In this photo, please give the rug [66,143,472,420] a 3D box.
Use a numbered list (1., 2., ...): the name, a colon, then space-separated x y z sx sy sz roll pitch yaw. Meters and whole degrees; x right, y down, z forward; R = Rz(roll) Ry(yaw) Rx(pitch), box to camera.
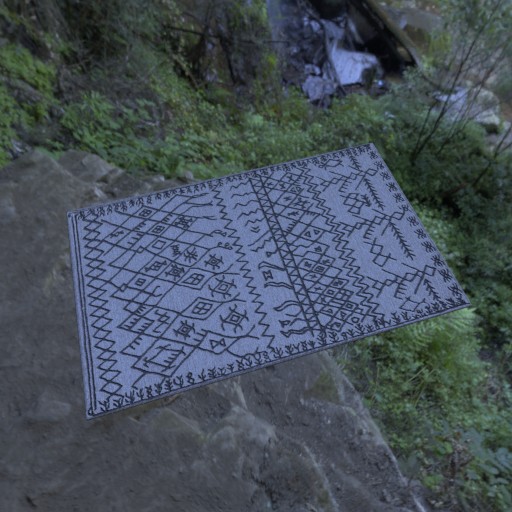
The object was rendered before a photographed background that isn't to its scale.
1. rug: 0.000 0.000 3.050 2.444 0.012 1.526 -14 60 -9
